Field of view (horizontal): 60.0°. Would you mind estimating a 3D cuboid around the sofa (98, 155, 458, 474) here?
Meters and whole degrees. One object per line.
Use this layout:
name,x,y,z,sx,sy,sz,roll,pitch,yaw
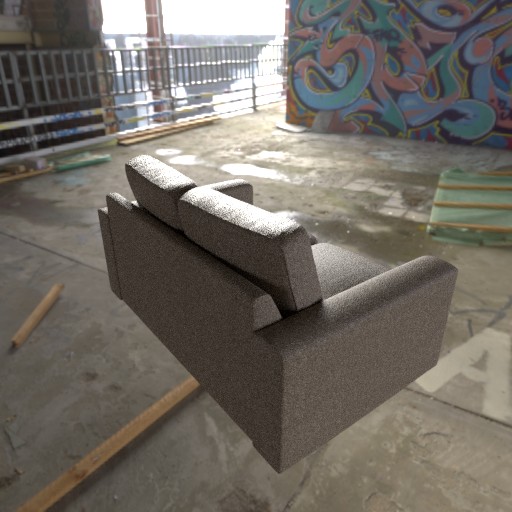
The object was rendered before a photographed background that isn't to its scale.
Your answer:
sofa,0.000,0.000,2.233,1.016,0.873,1.616,-19,32,-33
